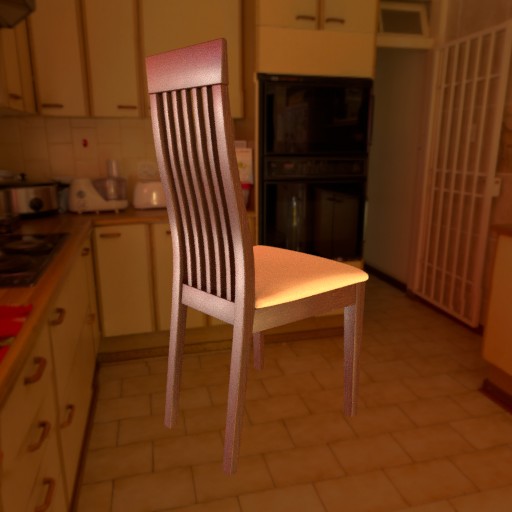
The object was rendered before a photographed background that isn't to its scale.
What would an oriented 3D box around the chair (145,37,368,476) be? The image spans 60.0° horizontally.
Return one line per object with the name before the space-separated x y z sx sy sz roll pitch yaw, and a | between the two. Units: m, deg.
chair | 0.000 0.000 1.260 0.474 1.027 0.460 -14 20 -43
